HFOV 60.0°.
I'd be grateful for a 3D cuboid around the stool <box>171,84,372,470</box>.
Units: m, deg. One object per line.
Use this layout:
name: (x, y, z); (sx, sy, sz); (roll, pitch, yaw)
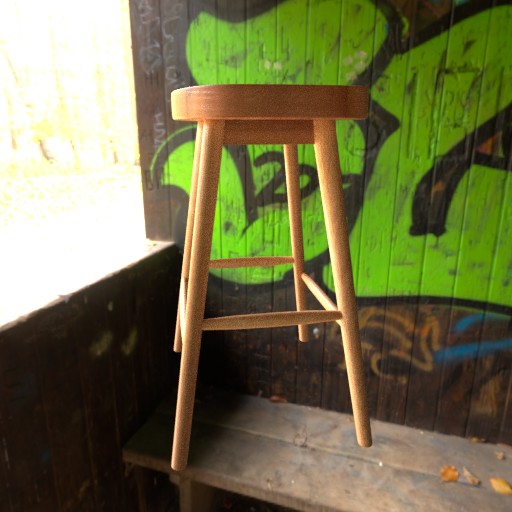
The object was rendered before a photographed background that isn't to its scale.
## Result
stool: (0.000, 0.000, 0.892); (0.361, 0.615, 0.440); (-3, 17, -9)
